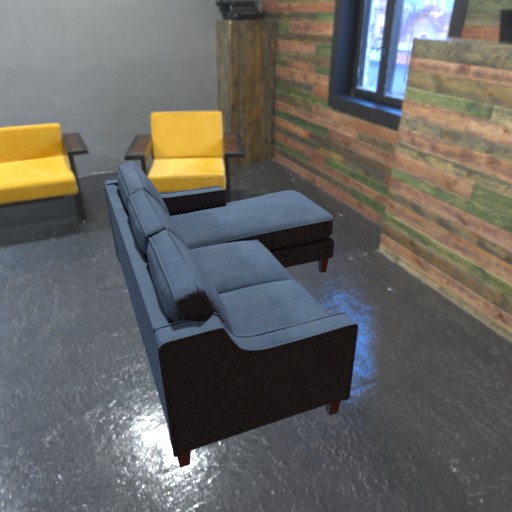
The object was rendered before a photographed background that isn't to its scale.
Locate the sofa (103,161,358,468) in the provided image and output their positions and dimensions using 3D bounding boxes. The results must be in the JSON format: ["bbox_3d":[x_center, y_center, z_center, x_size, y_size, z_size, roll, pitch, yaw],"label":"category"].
[{"bbox_3d":[0.000,0.000,3.291,1.858,1.066,2.317,-11,31,-20],"label":"sofa"}]
